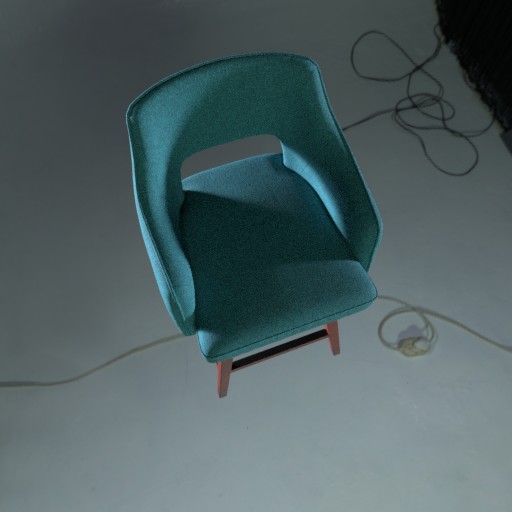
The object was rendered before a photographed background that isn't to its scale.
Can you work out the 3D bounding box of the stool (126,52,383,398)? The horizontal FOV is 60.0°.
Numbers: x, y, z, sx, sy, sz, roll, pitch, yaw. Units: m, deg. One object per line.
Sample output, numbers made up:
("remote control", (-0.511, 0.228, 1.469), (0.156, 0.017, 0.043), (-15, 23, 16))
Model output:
("stool", (0.000, 0.000, 1.296), (0.548, 0.961, 0.556), (-18, 66, -8))
